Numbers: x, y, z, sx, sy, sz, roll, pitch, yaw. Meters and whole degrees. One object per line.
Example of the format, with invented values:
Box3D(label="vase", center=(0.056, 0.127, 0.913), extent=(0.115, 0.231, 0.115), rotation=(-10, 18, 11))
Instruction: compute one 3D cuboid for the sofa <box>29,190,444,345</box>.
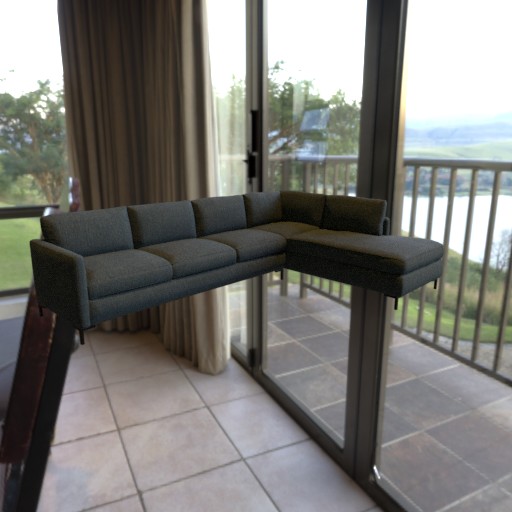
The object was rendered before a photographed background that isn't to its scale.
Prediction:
Box3D(label="sofa", center=(0.000, 0.000, 3.722), extent=(2.007, 0.815, 2.949), rotation=(14, 20, 43))
